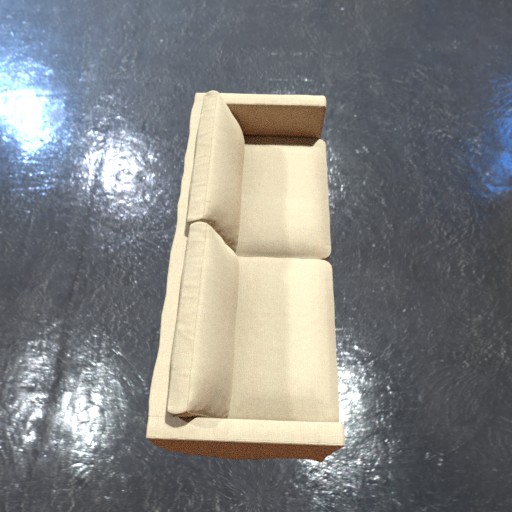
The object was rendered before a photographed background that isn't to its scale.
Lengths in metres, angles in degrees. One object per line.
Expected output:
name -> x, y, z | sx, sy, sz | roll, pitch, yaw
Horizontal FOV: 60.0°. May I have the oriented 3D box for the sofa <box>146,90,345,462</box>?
sofa -> 0.000, 0.000, 2.824 | 0.962, 0.853, 2.312 | 2, 61, 1
